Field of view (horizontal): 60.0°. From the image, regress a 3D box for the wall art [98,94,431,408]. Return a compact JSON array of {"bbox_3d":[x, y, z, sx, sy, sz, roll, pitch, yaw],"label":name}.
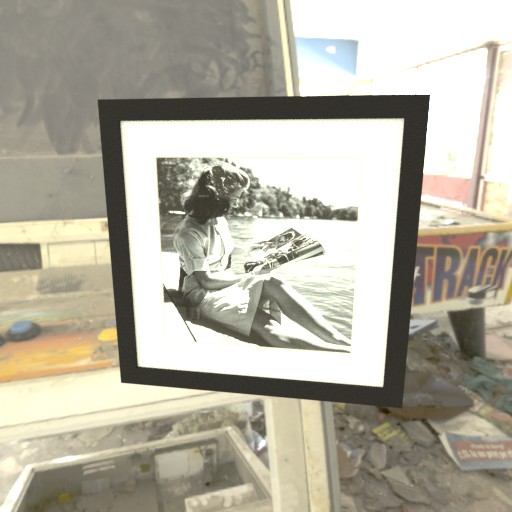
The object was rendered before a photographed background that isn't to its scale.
[{"bbox_3d":[0.000,0.000,0.679,0.462,0.458,0.030,2,14,9],"label":"wall art"}]
